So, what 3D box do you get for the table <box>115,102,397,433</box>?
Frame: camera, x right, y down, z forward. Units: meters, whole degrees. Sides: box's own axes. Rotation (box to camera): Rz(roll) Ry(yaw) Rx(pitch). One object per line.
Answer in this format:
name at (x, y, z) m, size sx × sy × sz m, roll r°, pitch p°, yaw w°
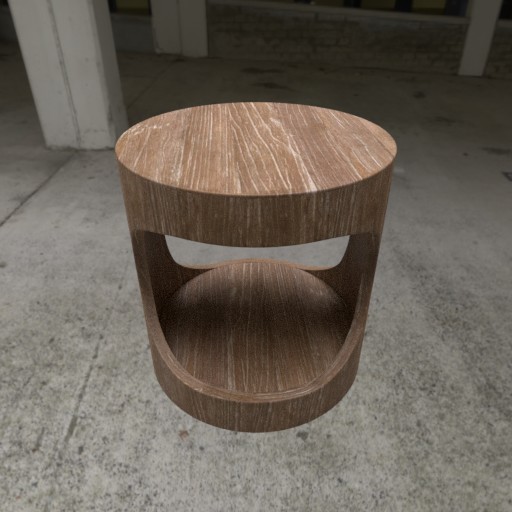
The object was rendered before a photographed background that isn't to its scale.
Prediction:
table at (0.000, 0.000, 1.007) m, size 0.527 × 0.551 × 0.527 m, roll 0°, pitch 33°, yaw 0°
